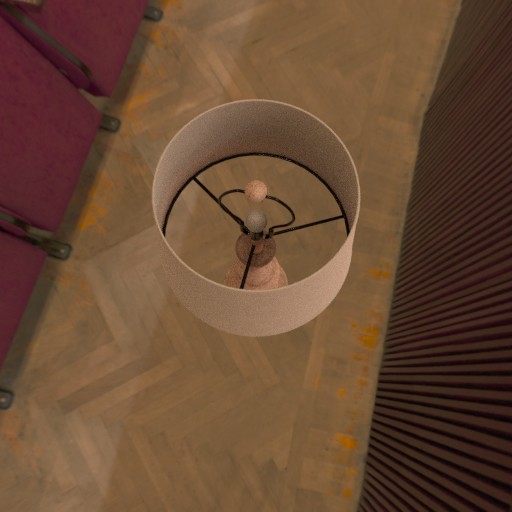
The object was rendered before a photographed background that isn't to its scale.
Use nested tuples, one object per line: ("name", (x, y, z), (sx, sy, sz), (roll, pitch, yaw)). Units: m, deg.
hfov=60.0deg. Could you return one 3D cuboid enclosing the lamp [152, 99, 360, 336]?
("lamp", (0.000, 0.000, 0.892), (0.340, 0.678, 0.340), (0, 75, 0))
